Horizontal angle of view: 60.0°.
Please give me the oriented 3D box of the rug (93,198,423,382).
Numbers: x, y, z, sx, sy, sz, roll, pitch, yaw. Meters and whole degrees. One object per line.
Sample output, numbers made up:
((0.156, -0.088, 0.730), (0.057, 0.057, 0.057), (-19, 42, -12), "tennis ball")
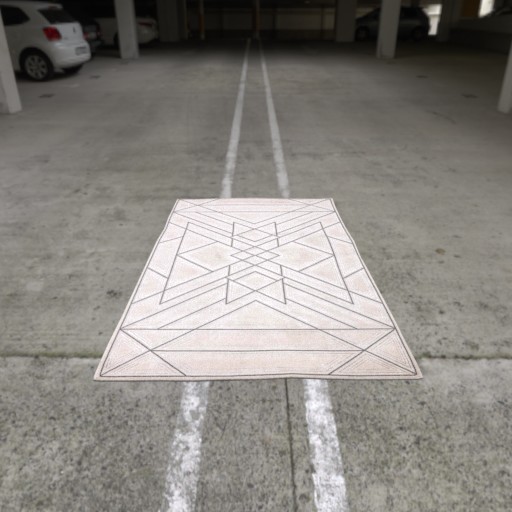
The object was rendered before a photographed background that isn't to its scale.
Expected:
((0.000, 0.000, 1.070), (0.511, 0.008, 0.869), (0, 26, 0), "rug")
